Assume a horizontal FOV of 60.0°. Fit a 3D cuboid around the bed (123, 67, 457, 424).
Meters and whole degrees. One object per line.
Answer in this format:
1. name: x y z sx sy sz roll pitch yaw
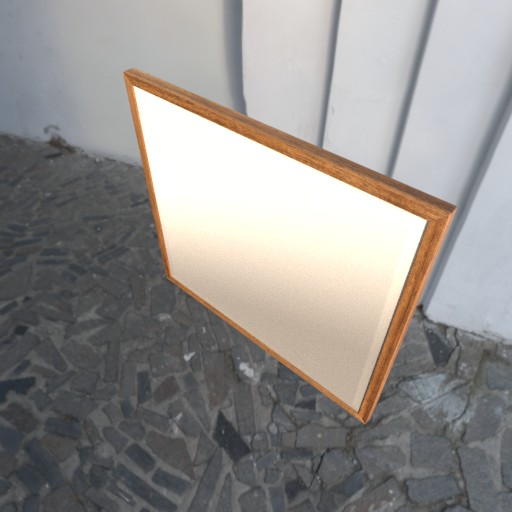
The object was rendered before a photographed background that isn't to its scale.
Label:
1. bed: 0.000 0.000 1.455 1.041 0.940 0.043 32 53 28
